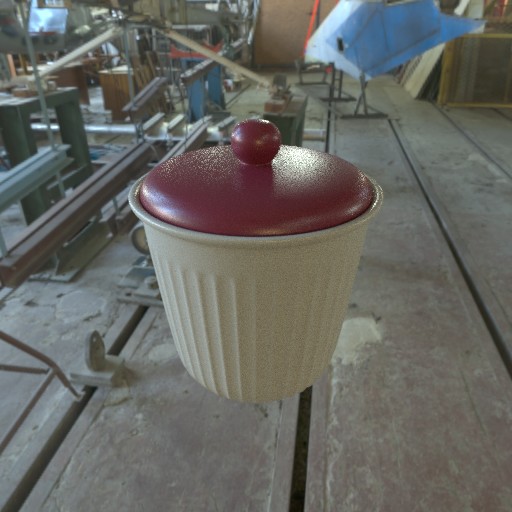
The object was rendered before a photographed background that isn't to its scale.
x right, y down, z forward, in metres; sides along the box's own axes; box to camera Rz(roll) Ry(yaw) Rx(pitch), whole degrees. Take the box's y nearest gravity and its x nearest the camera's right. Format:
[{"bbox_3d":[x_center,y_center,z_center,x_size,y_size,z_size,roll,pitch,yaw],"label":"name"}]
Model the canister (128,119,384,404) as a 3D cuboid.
[{"bbox_3d":[0.000,0.000,0.352,0.181,0.211,0.181,0,29,0],"label":"canister"}]
